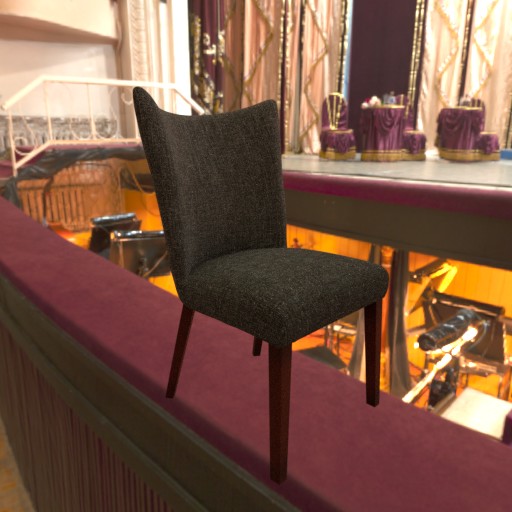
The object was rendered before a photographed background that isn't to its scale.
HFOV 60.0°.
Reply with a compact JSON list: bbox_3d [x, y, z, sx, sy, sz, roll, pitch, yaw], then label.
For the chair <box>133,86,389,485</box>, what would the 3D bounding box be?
[{"bbox_3d":[0.000,0.000,1.302,0.623,0.924,0.535,14,21,43],"label":"chair"}]
